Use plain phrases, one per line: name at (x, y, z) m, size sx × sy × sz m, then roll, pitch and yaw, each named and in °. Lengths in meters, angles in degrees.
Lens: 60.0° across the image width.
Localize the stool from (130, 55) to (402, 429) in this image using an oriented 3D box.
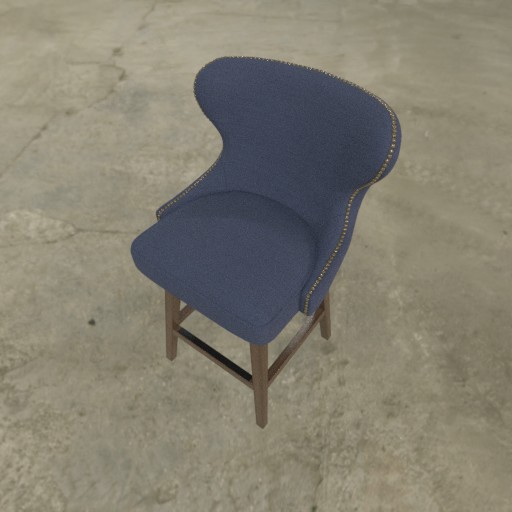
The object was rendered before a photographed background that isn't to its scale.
stool at (0.000, 0.000, 1.372) m, size 0.615 × 0.972 × 0.597 m, roll 29°, pitch 53°, yaw 24°
